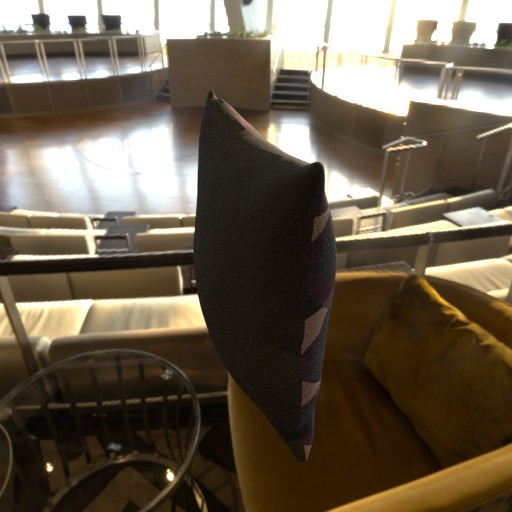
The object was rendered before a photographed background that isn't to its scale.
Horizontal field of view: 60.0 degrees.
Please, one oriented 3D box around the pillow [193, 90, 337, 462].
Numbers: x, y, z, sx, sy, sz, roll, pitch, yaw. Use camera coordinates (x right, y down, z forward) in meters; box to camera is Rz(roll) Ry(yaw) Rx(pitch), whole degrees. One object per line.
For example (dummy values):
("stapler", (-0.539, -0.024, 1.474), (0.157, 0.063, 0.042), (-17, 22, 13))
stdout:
("pillow", (0.000, 0.000, 0.791), (0.208, 0.496, 0.503), (-10, 32, -16))
